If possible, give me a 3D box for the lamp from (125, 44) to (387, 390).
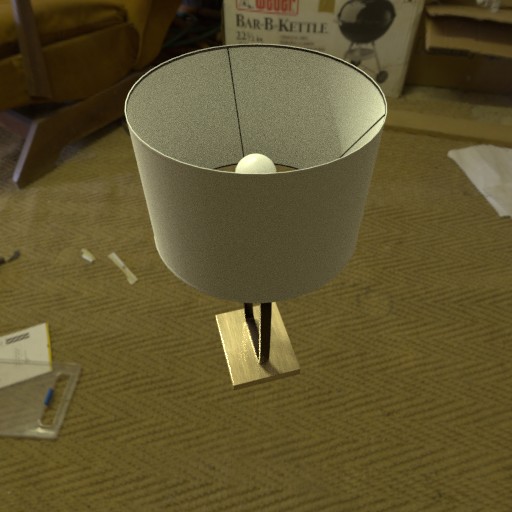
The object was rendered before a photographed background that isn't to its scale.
[{"bbox_3d":[0.000,0.000,0.665,0.279,0.508,0.279,-11,48,-10],"label":"lamp"}]
